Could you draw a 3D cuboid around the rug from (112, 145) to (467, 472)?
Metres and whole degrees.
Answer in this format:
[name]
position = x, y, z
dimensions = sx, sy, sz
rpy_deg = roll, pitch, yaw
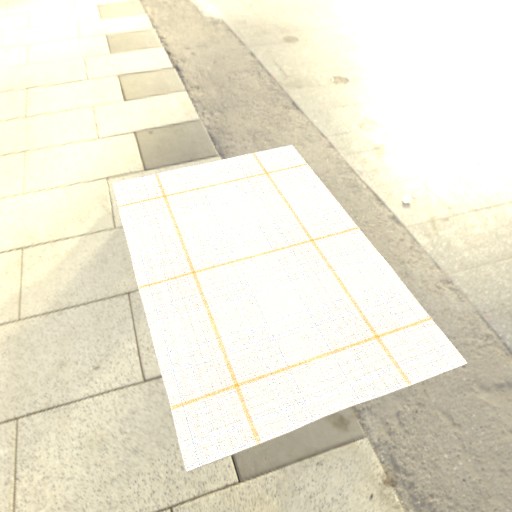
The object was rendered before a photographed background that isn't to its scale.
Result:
[rug]
position = 0.000, 0.000, 2.319
dimensions = 1.232, 0.015, 1.825
rpy_deg = -15, 48, -14
